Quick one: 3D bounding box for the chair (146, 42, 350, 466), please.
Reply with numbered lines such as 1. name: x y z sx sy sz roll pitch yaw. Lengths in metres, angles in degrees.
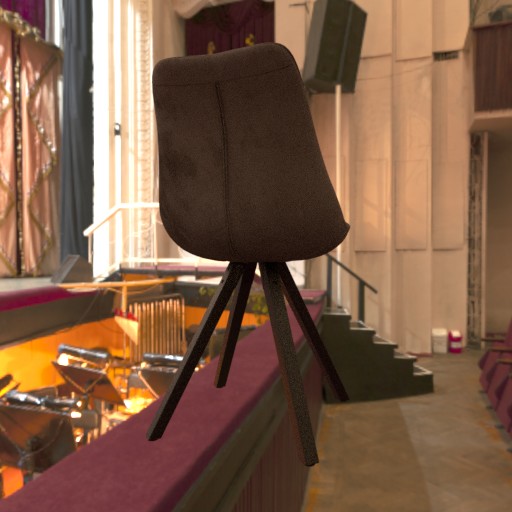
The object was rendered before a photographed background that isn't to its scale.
1. chair: 0.000 0.000 1.158 0.476 0.850 0.550 0 1 19
